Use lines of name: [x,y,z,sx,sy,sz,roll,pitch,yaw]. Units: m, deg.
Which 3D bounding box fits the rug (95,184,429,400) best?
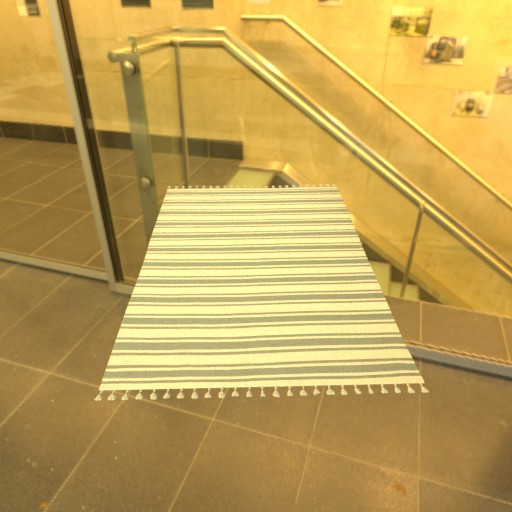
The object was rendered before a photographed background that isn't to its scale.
rug: [0.000,0.000,3.044,1.539,0.011,2.410,-1,33,-1]
